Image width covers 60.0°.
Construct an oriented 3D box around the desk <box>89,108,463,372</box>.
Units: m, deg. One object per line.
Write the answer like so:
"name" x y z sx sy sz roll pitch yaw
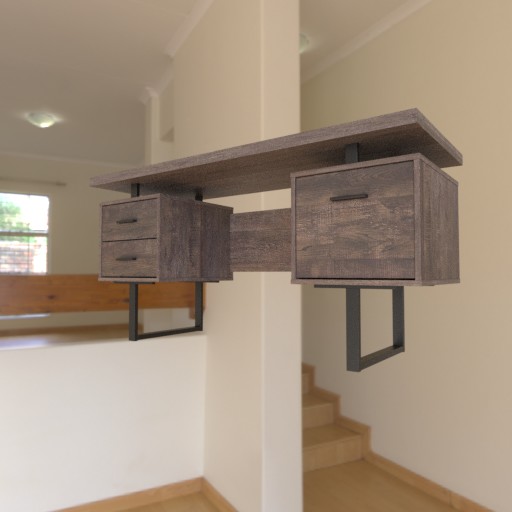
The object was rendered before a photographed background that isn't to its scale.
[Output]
"desk" 0.000 0.000 1.891 1.524 0.760 0.600 -2 -3 36
